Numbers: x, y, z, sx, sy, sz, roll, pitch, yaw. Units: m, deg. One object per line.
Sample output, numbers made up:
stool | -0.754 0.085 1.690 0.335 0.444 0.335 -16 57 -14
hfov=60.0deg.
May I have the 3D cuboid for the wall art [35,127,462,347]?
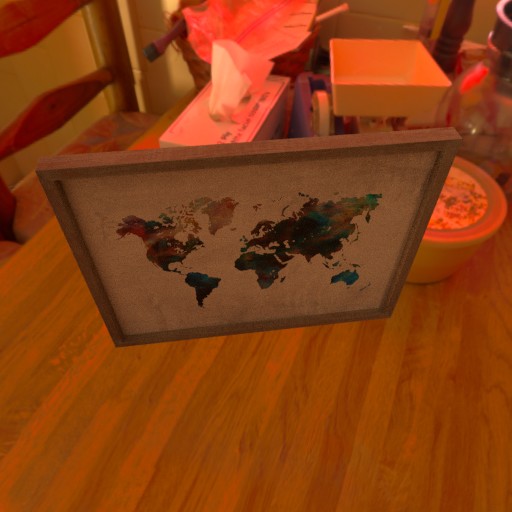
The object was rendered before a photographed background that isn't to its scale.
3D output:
wall art | 0.000 0.000 1.757 1.320 1.009 0.070 -5 48 -5
